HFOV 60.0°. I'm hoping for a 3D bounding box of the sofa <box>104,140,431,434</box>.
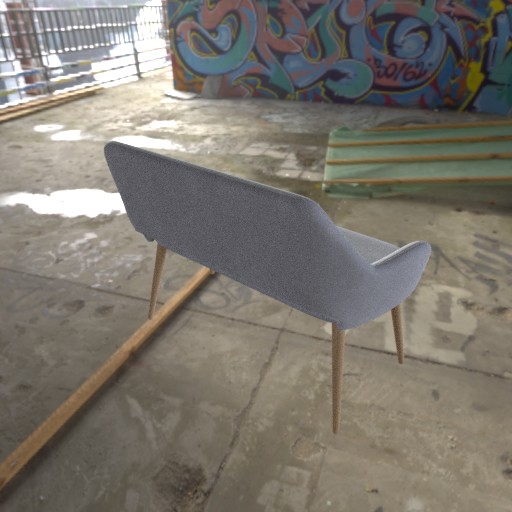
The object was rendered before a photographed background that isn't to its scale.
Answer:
[{"bbox_3d":[0.000,0.000,1.614,1.150,0.840,0.610,22,37,33],"label":"sofa"}]
